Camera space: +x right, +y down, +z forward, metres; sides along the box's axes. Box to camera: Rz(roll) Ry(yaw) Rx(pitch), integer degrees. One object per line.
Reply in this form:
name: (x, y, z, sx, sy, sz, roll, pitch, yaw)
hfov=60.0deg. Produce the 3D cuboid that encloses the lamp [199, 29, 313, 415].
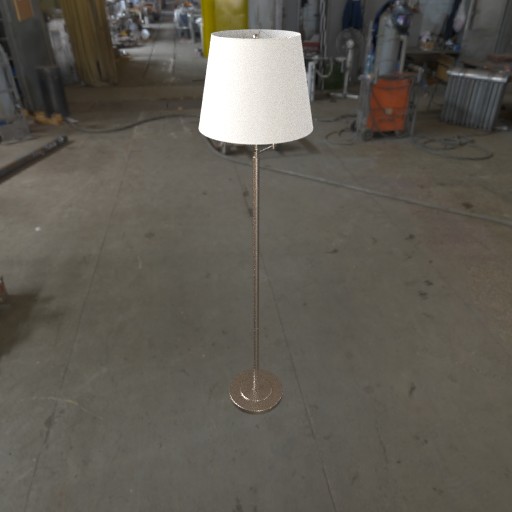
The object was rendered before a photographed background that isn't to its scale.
lamp: (0.000, 0.000, 1.637, 0.355, 1.473, 0.355, 0, 32, 0)
